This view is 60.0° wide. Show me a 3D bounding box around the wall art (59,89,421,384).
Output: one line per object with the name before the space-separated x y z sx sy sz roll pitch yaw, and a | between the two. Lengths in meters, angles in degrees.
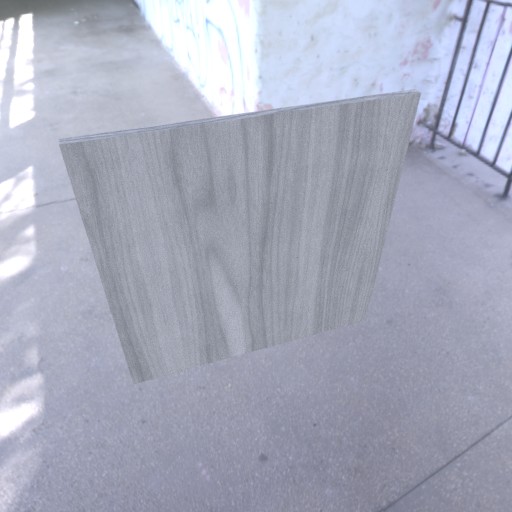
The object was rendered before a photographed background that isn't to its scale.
wall art | 0.000 0.000 0.763 0.508 0.507 0.016 -13 42 -14
